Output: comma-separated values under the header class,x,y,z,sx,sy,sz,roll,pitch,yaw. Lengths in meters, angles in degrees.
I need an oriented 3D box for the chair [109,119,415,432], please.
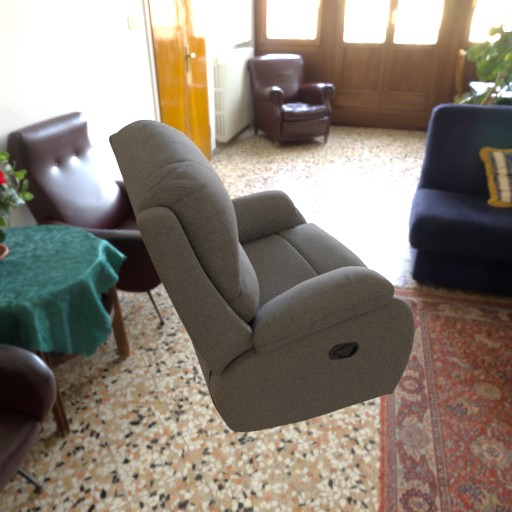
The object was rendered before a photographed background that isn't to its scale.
class,x,y,z,sx,sy,sz,roll,pitch,yaw
chair,0.000,0.000,1.696,0.899,1.011,0.930,-11,31,-18
